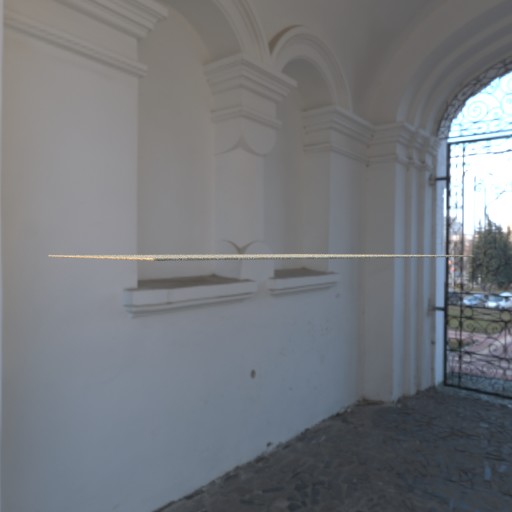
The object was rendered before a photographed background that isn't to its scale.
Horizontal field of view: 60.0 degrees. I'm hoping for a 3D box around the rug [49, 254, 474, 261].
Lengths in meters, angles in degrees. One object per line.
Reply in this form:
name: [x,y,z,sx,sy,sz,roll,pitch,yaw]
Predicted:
rug: [0.000,0.000,4.062,3.034,0.012,2.471,0,1,-36]
